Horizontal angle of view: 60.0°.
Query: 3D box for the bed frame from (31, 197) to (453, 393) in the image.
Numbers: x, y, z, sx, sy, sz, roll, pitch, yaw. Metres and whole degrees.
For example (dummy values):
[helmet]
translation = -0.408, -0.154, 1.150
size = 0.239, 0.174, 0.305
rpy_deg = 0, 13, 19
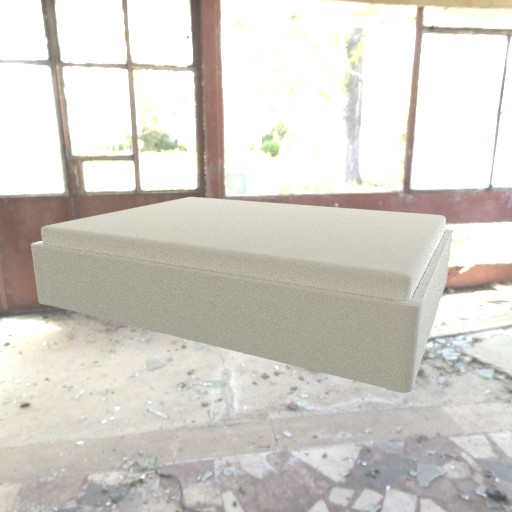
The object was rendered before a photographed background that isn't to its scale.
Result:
[bed frame]
translation = 0.000, 0.000, 2.464
size = 1.900, 0.406, 1.400
rpy_deg = 8, 17, 26
